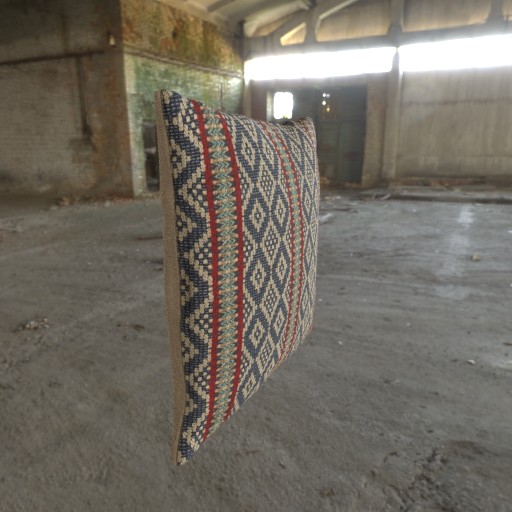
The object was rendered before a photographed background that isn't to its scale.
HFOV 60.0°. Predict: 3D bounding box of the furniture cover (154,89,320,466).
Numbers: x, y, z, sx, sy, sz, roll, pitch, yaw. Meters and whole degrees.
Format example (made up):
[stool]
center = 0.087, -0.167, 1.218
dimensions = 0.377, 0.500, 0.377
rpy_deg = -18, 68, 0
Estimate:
[furniture cover]
center = 0.000, 0.000, 0.671
dimensions = 0.139, 0.431, 0.431
rpy_deg = 7, 15, 26
